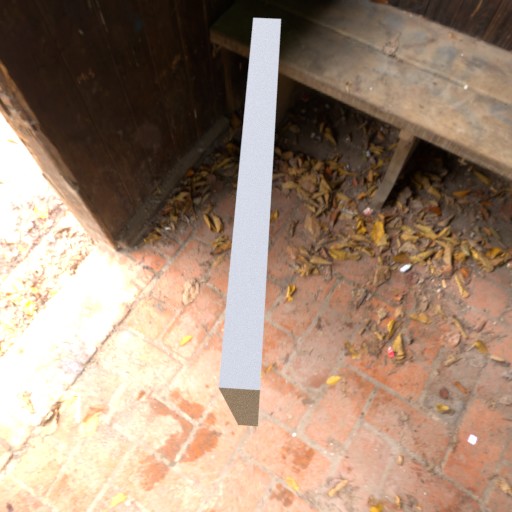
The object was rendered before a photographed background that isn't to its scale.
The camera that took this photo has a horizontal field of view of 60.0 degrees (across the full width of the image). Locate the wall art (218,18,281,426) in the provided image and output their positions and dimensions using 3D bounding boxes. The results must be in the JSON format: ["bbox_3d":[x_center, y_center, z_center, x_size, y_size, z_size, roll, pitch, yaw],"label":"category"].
[{"bbox_3d":[0.000,0.000,0.526,0.027,0.355,0.355,3,65,1],"label":"wall art"}]
